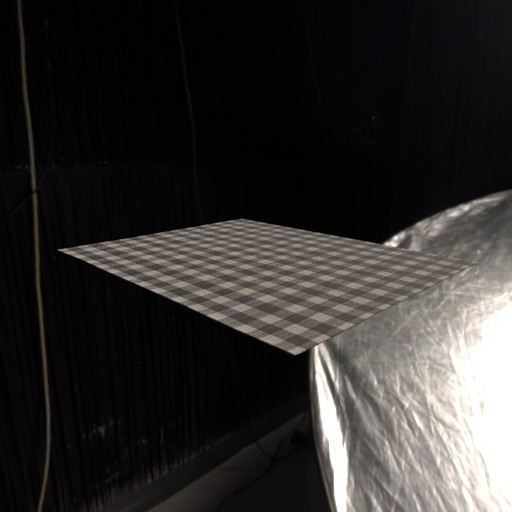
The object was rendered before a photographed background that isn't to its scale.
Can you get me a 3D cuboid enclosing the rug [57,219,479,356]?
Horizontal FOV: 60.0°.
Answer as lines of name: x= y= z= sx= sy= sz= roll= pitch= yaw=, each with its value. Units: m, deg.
rug: x=0.000 y=0.000 z=4.048 sx=2.432 sy=0.013 sz=3.021 roll=-14 pitch=20 yaw=-43
